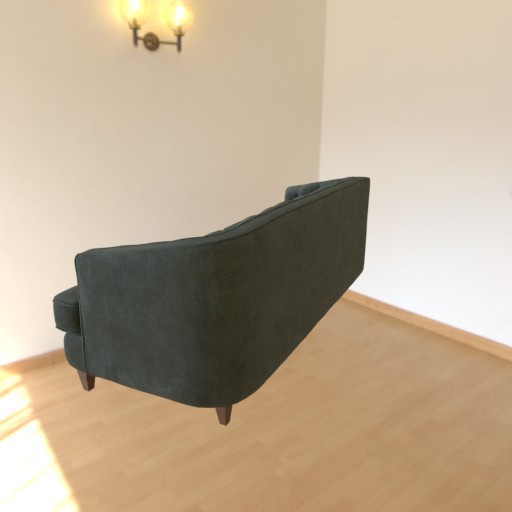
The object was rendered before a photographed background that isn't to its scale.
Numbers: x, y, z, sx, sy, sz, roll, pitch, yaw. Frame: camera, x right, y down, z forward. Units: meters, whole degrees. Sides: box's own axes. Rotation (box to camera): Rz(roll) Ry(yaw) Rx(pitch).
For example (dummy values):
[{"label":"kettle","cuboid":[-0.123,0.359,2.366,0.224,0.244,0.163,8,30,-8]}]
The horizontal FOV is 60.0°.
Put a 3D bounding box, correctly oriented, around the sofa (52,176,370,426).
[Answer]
[{"label":"sofa","cuboid":[0.000,0.000,2.729,0.941,0.855,2.278,8,19,26]}]
